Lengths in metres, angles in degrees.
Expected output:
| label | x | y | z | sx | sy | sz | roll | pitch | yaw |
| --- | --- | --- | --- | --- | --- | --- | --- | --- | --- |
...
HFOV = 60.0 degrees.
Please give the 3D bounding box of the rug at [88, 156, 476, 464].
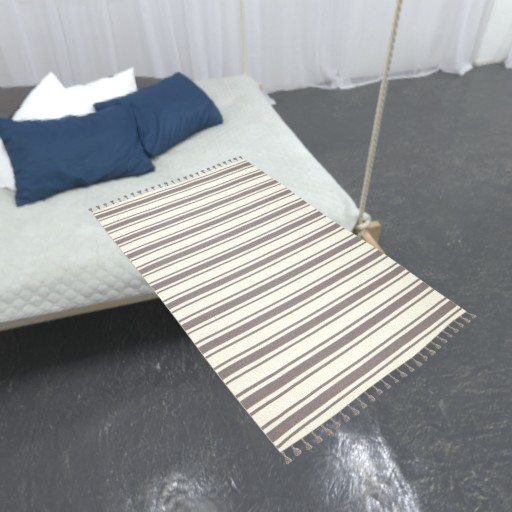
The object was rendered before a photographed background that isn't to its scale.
| label | x | y | z | sx | sy | sz | roll | pitch | yaw |
| --- | --- | --- | --- | --- | --- | --- | --- | --- | --- |
| rug | 0.000 | 0.000 | 2.562 | 1.229 | 0.011 | 2.096 | -26 | 47 | -27 |
